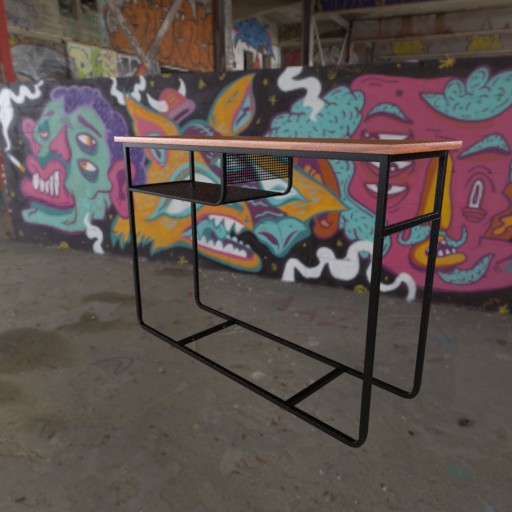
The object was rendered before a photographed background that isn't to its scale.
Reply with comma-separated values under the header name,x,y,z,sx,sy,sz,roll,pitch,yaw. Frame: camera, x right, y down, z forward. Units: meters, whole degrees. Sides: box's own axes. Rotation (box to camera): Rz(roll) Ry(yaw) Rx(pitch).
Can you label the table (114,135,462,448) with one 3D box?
name,x,y,z,sx,sy,sz,roll,pitch,yaw
table,0.000,0.000,1.461,1.100,0.750,0.350,15,22,42
